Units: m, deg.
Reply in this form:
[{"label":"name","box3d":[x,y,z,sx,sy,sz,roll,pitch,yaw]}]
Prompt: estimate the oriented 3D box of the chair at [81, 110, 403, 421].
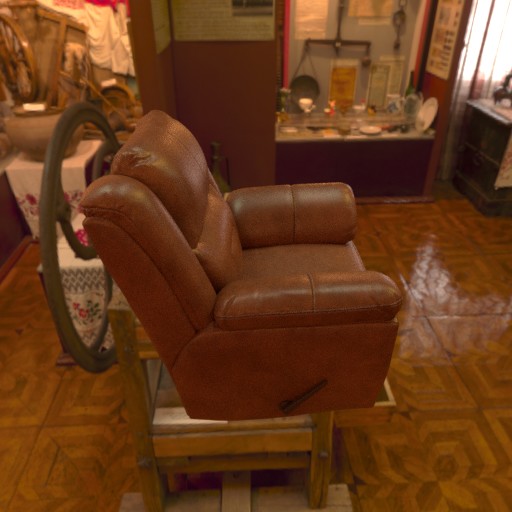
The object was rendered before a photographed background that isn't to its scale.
[{"label":"chair","box3d":[0.000,0.000,1.875,1.041,1.093,0.990,0,32,-1]}]
